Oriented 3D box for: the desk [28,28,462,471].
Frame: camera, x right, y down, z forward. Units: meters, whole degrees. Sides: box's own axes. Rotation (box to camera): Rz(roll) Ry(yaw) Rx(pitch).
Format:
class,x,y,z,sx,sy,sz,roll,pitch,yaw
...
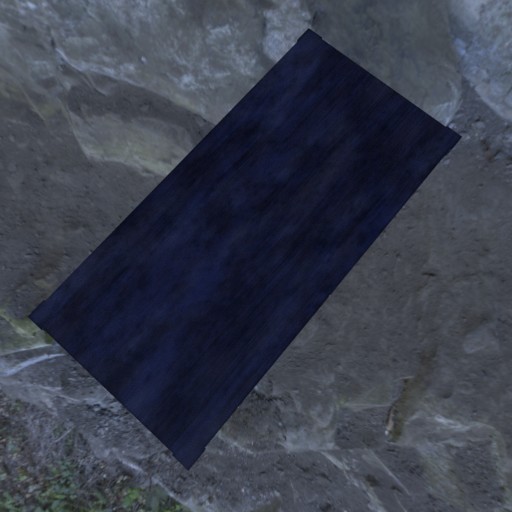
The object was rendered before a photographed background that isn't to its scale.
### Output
class,x,y,z,sx,sy,sz,roll,pitch,yaw
desk,0.000,0.000,1.761,0.630,0.861,1.289,40,79,9
